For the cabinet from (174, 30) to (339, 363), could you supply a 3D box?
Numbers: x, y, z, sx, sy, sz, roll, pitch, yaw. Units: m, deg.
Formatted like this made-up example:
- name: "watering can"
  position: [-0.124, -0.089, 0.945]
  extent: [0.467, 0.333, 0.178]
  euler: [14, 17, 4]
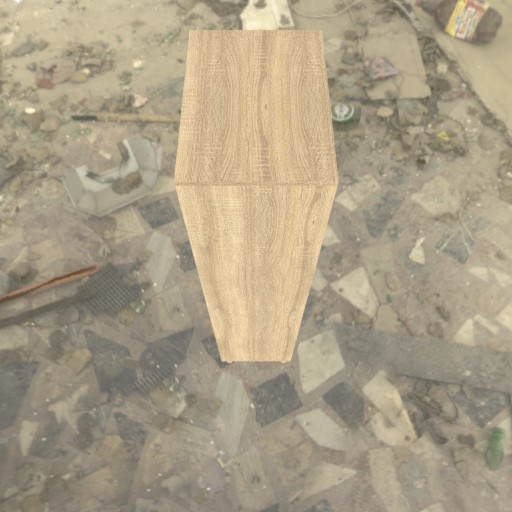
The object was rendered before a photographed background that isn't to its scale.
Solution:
- name: "cabinet"
  position: [0.000, 0.000, 2.026]
  extent: [0.400, 1.850, 0.570]
  euler: [0, 62, 0]
